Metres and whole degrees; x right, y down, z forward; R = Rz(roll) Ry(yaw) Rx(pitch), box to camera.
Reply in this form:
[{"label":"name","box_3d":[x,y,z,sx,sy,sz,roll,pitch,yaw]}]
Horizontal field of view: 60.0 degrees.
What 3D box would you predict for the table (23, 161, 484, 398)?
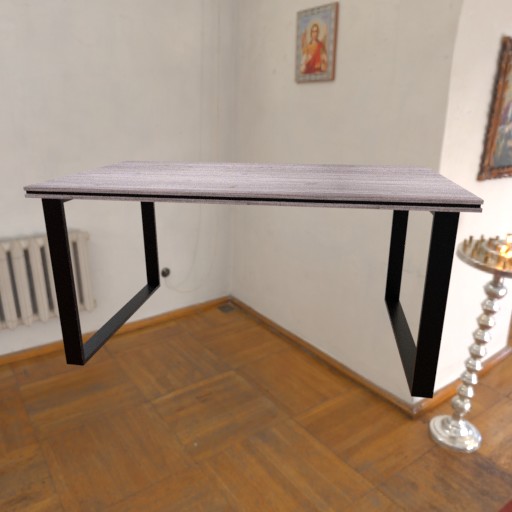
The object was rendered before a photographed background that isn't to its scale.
[{"label":"table","box_3d":[0.000,0.000,2.026,1.579,0.736,0.881,3,18,9]}]
